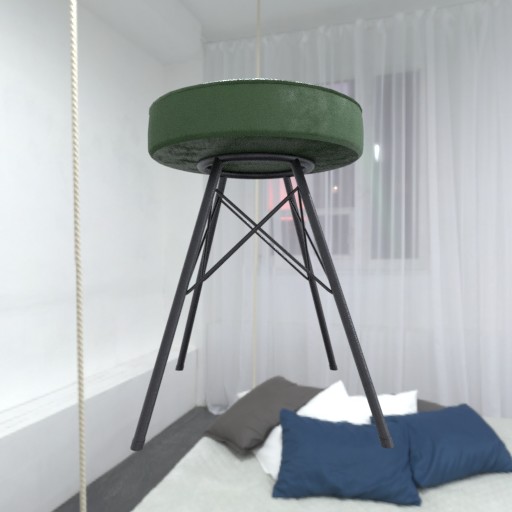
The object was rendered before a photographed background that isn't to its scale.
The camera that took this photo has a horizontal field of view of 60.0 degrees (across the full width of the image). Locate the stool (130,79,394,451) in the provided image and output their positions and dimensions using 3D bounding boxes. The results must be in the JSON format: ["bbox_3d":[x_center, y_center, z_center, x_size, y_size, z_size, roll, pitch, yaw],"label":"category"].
[{"bbox_3d":[0.000,0.000,0.913,0.430,0.595,0.457,0,1,-1],"label":"stool"}]
